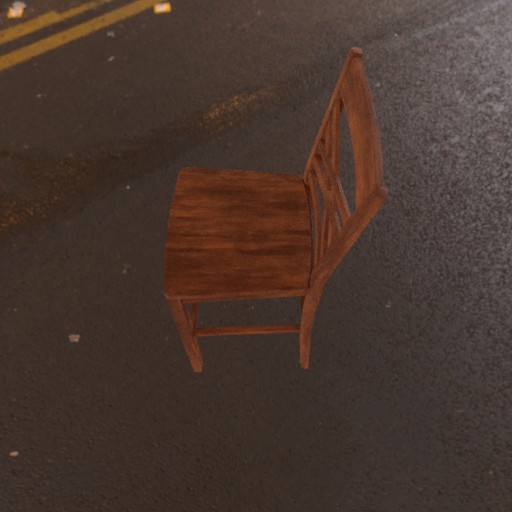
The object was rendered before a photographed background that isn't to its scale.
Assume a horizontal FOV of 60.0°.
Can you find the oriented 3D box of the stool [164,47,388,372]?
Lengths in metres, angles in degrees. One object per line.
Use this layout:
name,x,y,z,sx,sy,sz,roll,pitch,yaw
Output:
stool,0.000,0.000,1.354,0.487,1.105,0.433,1,58,0
